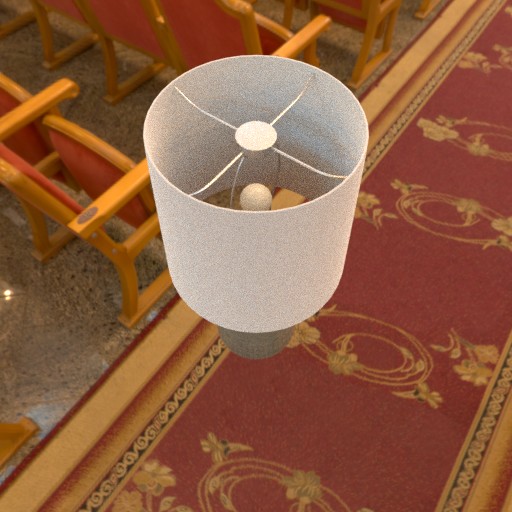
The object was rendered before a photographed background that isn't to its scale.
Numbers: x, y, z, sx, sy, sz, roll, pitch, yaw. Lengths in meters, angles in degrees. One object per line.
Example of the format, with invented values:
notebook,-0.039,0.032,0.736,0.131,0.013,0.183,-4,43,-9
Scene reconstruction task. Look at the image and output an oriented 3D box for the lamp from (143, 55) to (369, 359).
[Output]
lamp,0.000,0.000,0.481,0.186,0.369,0.186,0,58,0
